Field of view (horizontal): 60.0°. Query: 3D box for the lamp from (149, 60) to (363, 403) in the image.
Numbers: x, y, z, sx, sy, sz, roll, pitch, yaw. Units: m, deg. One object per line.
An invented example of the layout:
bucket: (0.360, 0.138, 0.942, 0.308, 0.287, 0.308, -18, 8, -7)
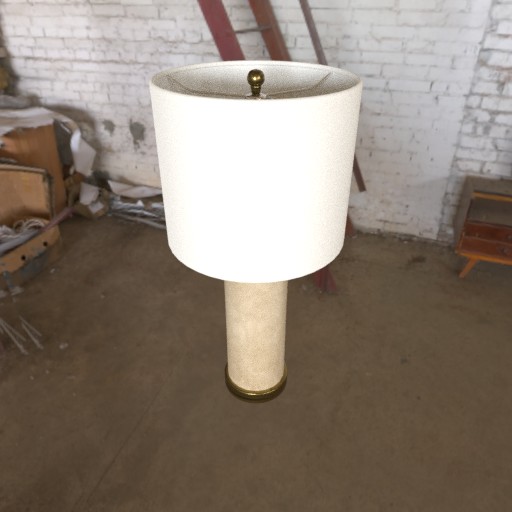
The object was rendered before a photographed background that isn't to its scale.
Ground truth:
lamp: (0.000, 0.000, 0.806, 0.305, 0.634, 0.305, -21, 38, -30)
